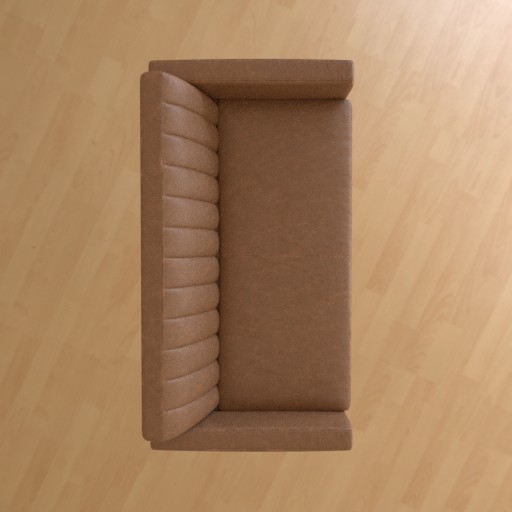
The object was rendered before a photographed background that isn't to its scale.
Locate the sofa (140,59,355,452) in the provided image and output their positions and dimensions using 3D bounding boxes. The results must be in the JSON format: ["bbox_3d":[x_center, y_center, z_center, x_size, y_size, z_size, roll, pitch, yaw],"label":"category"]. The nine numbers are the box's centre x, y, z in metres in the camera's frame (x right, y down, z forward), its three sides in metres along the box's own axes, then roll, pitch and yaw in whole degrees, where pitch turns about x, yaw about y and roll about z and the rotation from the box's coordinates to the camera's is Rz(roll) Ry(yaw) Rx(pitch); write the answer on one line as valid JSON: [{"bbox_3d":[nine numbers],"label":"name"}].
[{"bbox_3d":[0.000,0.000,2.297,0.993,0.821,1.847,0,91,0],"label":"sofa"}]
